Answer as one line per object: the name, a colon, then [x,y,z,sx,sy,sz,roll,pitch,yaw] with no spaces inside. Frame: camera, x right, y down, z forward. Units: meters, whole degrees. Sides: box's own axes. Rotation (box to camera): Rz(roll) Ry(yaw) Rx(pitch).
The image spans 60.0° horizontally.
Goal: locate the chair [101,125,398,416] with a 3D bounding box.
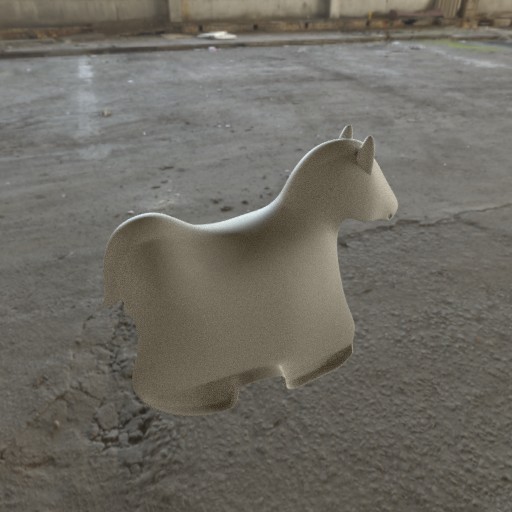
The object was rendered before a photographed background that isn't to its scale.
chair: [0.000,0.000,1.165,0.800,0.612,0.429,-10,32,-16]
